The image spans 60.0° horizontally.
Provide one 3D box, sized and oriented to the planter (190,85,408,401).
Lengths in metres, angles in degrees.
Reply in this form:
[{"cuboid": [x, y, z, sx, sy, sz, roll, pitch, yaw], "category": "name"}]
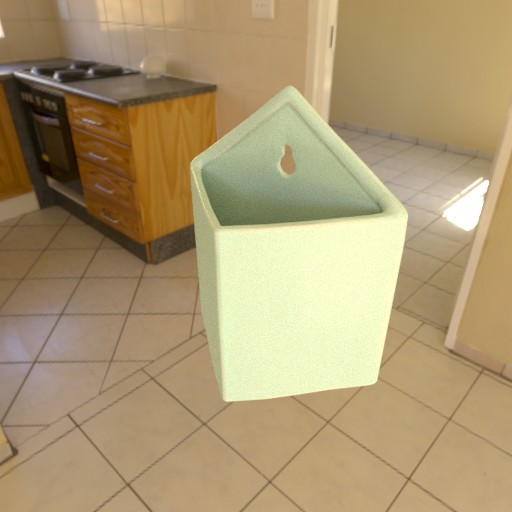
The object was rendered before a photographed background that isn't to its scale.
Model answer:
[{"cuboid": [0.000, 0.000, 0.286, 0.164, 0.197, 0.079, 19, 36, 28], "category": "planter"}]
